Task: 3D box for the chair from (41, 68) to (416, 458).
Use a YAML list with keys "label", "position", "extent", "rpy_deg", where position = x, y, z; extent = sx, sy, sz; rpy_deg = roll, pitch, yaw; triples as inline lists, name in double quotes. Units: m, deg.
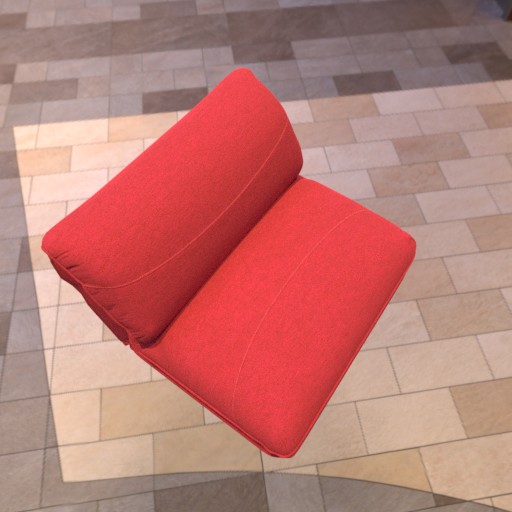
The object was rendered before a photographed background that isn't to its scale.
- label: "chair"
  position: [0.000, 0.000, 1.316]
  extent: [0.780, 0.580, 0.820]
  rpy_deg: [31, 64, 17]
